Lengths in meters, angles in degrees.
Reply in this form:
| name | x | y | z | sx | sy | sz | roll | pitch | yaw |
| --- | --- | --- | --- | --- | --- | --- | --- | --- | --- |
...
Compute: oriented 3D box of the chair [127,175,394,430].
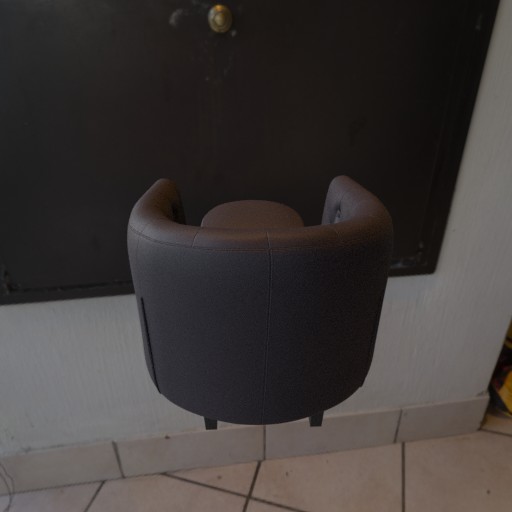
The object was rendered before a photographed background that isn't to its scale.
| name | x | y | z | sx | sy | sz | roll | pitch | yaw |
| --- | --- | --- | --- | --- | --- | --- | --- | --- | --- |
| chair | 0.000 | 0.000 | 1.646 | 0.763 | 0.760 | 1.191 | -1 | 31 | -2 |
